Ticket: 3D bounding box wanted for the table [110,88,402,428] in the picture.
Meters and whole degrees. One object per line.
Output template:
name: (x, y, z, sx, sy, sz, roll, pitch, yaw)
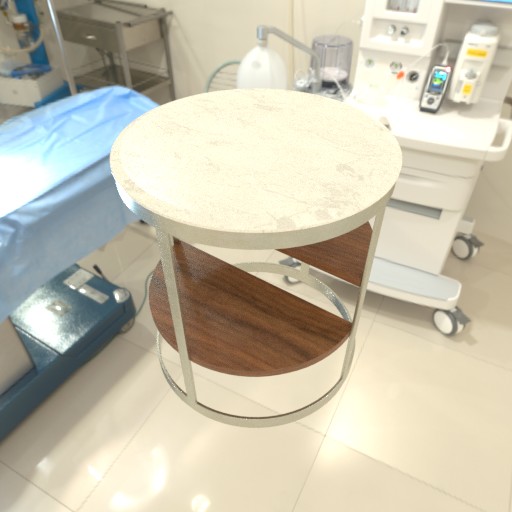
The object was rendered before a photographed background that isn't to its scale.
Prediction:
table: (0.000, 0.000, 0.779, 0.407, 0.447, 0.407, 0, 41, 0)
